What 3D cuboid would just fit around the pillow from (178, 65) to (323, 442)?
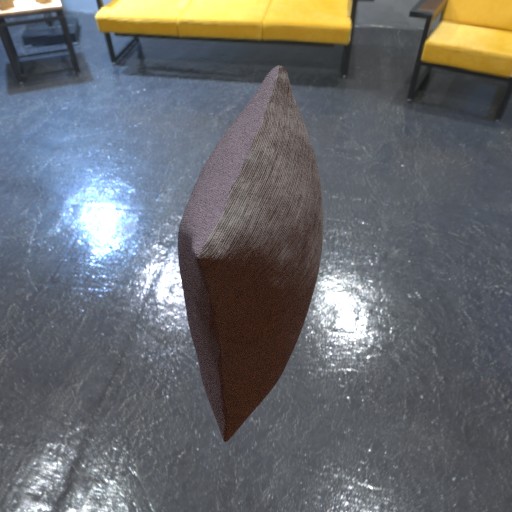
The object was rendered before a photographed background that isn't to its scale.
[{"bbox_3d":[0.000,0.000,0.708,0.204,0.439,0.452,9,46,8],"label":"pillow"}]
